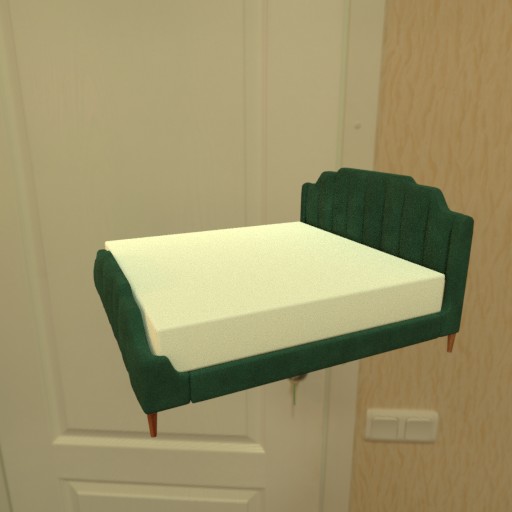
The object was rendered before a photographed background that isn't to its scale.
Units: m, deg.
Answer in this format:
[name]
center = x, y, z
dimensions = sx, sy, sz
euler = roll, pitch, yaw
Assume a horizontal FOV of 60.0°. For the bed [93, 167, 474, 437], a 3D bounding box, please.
[bed]
center = 0.000, 0.000, 3.546
dimensions = 2.340, 1.245, 2.074
euler = -8, 18, -24
